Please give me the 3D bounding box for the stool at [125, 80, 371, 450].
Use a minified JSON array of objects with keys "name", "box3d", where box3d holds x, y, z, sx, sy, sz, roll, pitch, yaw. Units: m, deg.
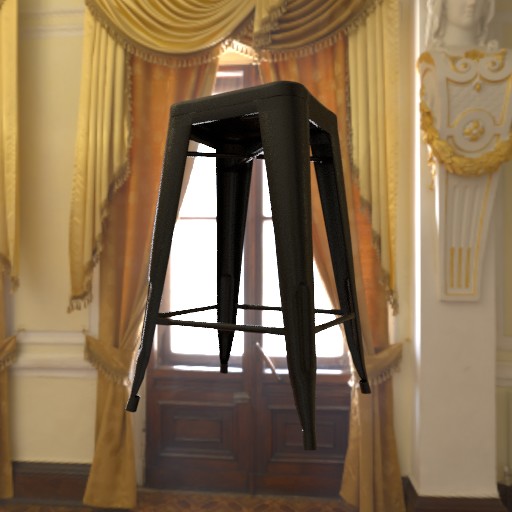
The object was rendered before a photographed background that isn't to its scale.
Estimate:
[{"name":"stool","box3d":[0.000,0.000,0.929,0.455,0.609,0.423,0,-1,17]}]
